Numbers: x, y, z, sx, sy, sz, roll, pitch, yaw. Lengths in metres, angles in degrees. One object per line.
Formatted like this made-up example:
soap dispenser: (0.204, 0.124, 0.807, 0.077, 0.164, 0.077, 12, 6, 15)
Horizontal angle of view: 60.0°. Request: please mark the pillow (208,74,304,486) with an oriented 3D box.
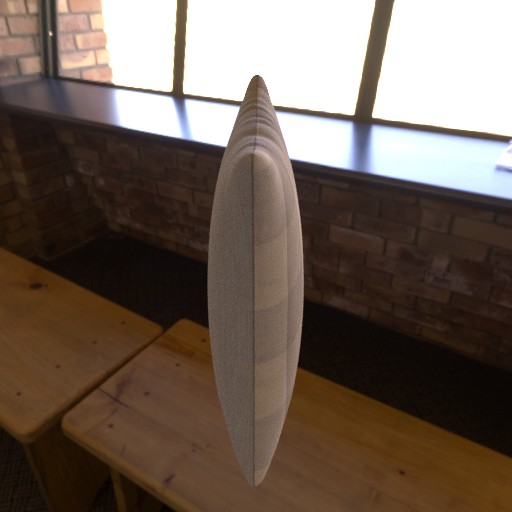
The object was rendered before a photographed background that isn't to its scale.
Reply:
pillow: (0.000, 0.000, 0.753, 0.161, 0.509, 0.511, 0, 30, 0)
